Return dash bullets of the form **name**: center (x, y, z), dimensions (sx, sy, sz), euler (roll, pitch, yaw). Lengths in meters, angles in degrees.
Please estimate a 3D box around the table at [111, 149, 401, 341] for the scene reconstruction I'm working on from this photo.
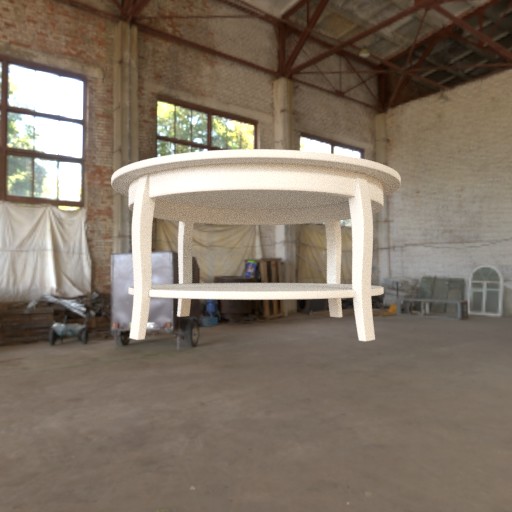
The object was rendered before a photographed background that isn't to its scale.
- **table**: center (0.000, 0.000, 1.459), dimensions (0.910, 0.457, 0.910), euler (0, -2, 0)
